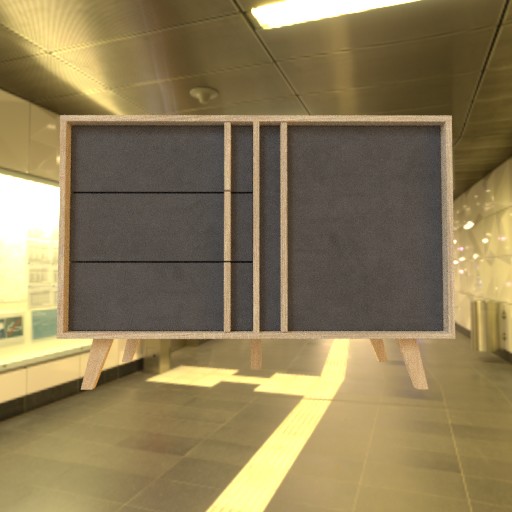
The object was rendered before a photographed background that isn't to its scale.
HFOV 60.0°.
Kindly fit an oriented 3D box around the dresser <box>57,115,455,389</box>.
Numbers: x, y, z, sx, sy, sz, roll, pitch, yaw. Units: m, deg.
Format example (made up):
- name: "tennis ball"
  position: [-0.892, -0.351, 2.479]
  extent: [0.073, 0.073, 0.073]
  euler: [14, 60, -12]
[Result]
- name: "dresser"
  position: [0.000, 0.000, 1.492]
  extent: [1.110, 0.780, 0.500]
  euler: [0, -2, 0]
